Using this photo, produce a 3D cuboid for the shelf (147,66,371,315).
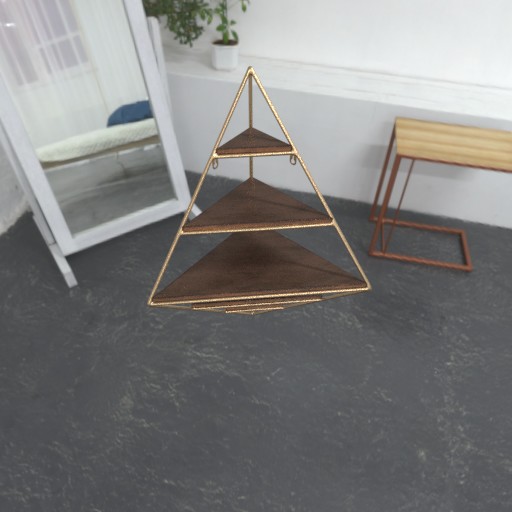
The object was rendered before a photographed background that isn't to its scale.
[{"bbox_3d":[0.000,0.000,1.210,0.564,0.913,0.294,-4,46,-4],"label":"shelf"}]
